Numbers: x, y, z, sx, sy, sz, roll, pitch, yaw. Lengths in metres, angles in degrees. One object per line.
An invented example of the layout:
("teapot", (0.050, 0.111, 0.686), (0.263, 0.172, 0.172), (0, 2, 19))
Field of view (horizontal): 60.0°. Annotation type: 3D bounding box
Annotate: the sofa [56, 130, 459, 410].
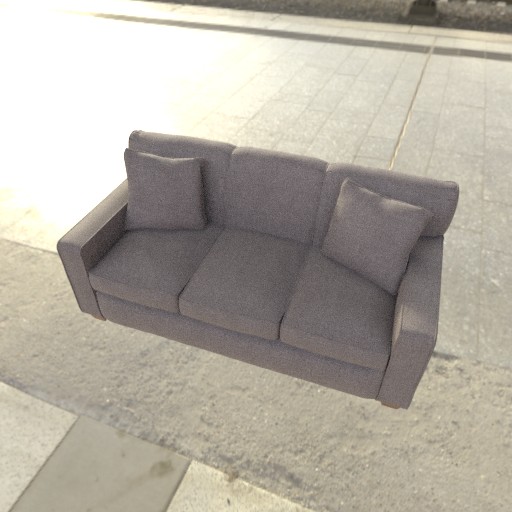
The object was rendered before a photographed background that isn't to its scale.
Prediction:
("sofa", (0.000, 0.000, 2.598), (2.024, 0.958, 0.997), (13, 43, 15))
